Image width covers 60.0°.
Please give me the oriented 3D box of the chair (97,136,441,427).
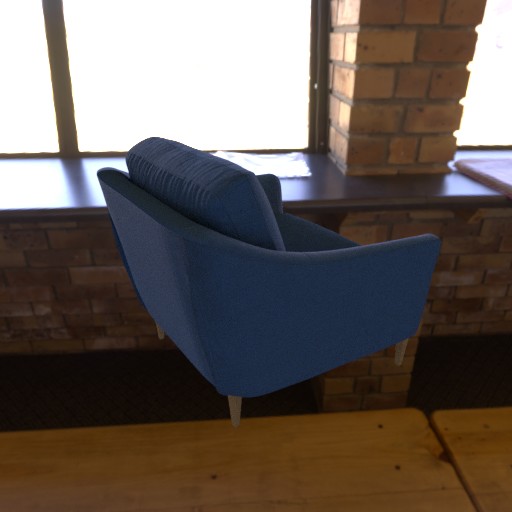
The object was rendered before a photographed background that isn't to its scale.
[{"bbox_3d":[0.000,0.000,1.739,0.961,0.899,0.987,-18,32,-31],"label":"chair"}]
